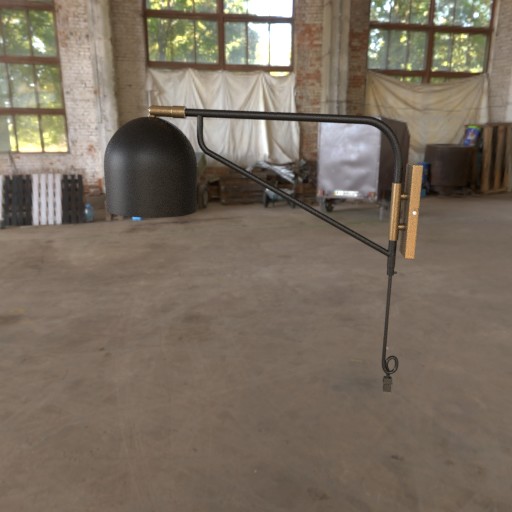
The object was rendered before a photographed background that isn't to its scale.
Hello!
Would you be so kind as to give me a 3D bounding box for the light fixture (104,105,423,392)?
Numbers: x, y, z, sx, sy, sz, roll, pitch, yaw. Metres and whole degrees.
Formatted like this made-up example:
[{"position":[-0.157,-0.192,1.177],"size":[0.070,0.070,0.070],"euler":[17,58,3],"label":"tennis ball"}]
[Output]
[{"position":[0.000,0.000,1.071],"size":[0.720,0.696,0.215],"euler":[2,15,8],"label":"light fixture"}]
